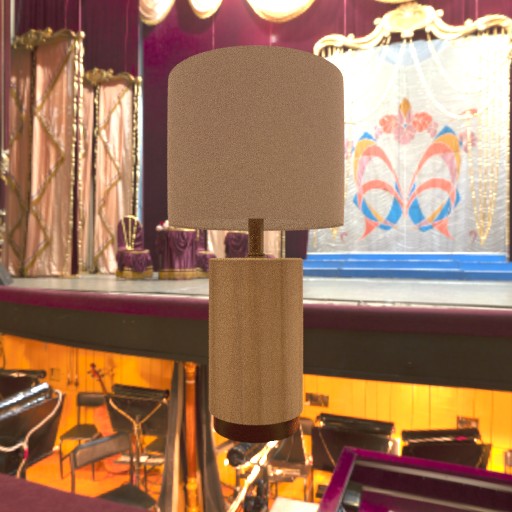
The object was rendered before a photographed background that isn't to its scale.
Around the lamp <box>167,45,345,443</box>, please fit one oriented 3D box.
[{"bbox_3d":[0.000,0.000,0.581,0.228,0.444,0.228,0,0,19],"label":"lamp"}]
